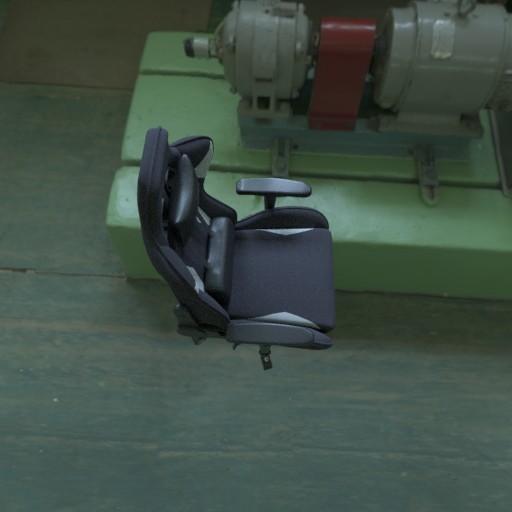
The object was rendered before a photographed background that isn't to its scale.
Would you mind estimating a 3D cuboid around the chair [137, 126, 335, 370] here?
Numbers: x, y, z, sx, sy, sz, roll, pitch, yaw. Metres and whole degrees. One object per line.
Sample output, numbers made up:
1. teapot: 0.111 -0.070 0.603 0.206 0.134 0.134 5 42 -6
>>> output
1. chair: 0.000 0.000 1.792 0.695 1.300 0.730 2 65 1
